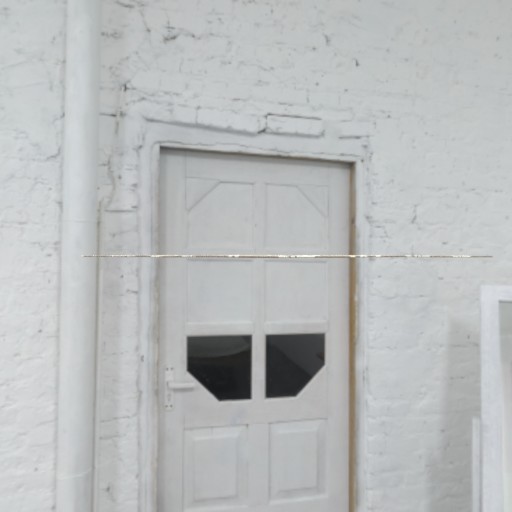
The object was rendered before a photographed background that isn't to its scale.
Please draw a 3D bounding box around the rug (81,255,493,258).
[{"bbox_3d":[0.000,0.000,4.371,2.441,0.020,3.419,0,0,-36],"label":"rug"}]
